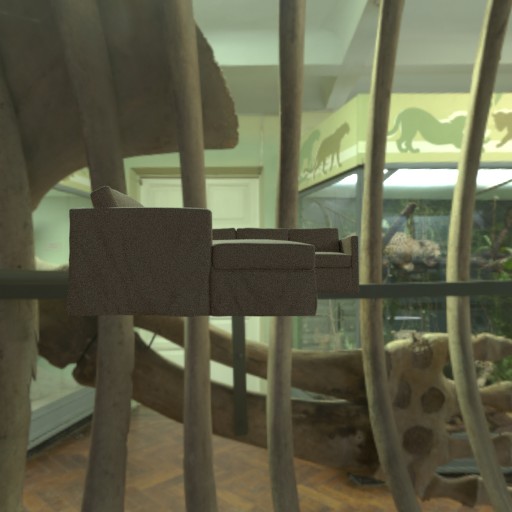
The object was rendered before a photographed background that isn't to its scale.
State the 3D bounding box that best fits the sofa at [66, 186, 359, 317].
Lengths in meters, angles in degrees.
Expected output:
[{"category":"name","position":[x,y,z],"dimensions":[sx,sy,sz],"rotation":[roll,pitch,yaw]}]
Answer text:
[{"category":"sofa","position":[0.000,0.000,4.586],"dimensions":[2.476,0.878,3.528],"rotation":[0,-2,0]}]
